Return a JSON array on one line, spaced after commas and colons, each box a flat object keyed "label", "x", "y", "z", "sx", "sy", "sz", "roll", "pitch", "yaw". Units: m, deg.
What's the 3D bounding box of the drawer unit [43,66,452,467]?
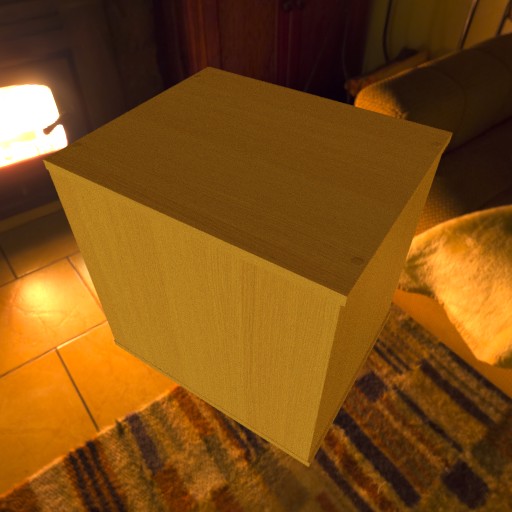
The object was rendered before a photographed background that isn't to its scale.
[{"label": "drawer unit", "x": 0.000, "y": 0.000, "z": 0.608, "sx": 0.349, "sy": 0.344, "sz": 0.290, "roll": 24, "pitch": 50, "yaw": 23}]
